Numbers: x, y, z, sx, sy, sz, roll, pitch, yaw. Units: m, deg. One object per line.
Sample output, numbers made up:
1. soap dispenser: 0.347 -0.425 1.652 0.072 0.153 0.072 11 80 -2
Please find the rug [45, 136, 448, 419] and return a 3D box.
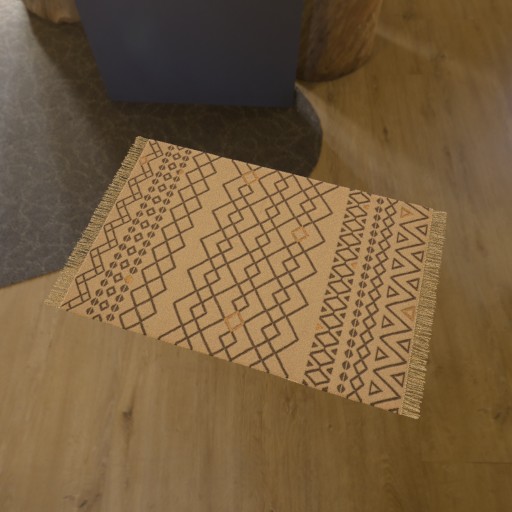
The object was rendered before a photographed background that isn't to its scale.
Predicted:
1. rug: 0.000 0.000 2.506 2.023 0.028 1.224 15 64 8
